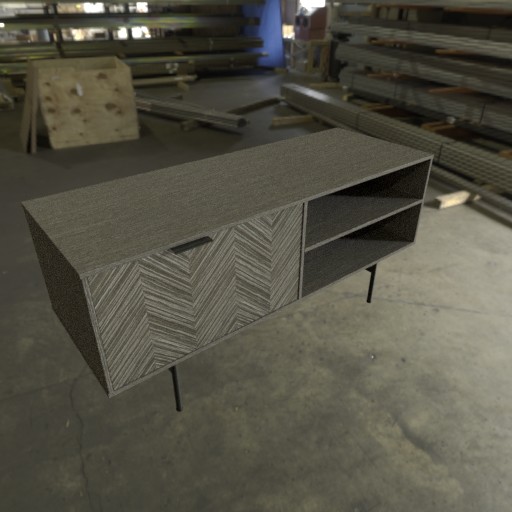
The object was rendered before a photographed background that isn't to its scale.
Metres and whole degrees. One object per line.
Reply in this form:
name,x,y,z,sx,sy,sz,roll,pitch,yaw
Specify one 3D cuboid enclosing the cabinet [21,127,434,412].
cabinet,0.000,0.000,1.582,1.300,0.599,0.500,-22,37,-32
